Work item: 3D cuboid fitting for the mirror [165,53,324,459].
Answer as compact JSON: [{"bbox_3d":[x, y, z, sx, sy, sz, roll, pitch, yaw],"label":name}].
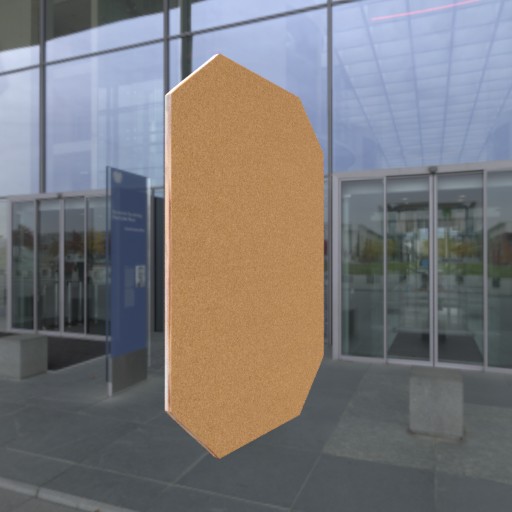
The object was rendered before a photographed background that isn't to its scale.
[{"bbox_3d":[0.000,0.000,1.281,0.061,1.015,0.709,0,0,37],"label":"mirror"}]
